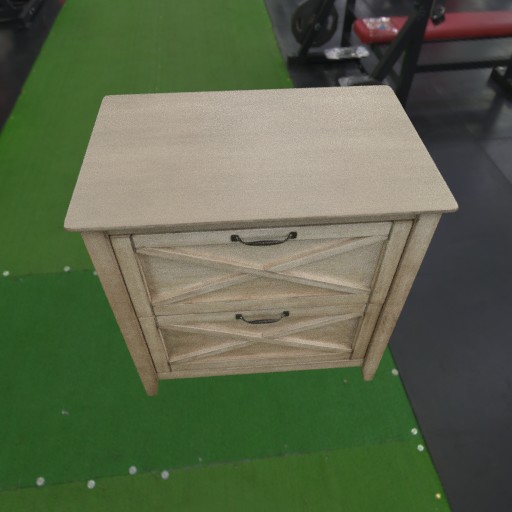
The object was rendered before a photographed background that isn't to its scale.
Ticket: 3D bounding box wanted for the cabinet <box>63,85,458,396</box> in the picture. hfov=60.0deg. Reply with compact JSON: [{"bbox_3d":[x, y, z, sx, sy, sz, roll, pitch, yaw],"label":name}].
[{"bbox_3d":[0.000,0.000,1.292,0.763,0.762,0.503,-3,48,-3],"label":"cabinet"}]
